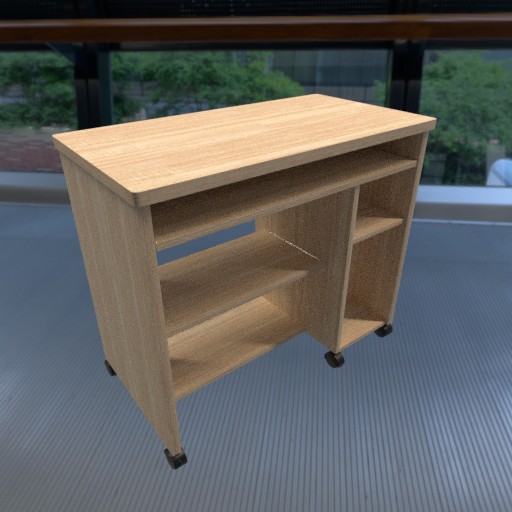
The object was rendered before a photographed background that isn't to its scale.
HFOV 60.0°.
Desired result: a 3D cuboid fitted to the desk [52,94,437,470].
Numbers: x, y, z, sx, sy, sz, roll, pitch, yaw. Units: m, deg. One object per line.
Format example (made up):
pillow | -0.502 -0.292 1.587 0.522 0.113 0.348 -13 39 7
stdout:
desk | 0.000 0.000 1.328 0.884 0.770 0.480 -21 36 -32
